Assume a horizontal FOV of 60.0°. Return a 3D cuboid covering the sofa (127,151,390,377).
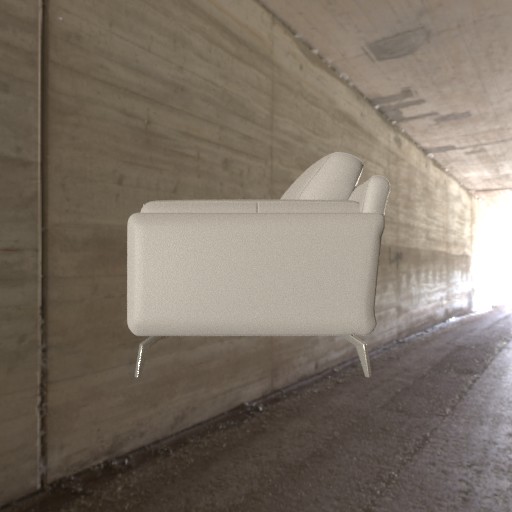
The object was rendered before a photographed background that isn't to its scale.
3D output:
[{"bbox_3d":[0.000,0.000,2.630,1.049,0.930,2.101,0,0,-1],"label":"sofa"}]
